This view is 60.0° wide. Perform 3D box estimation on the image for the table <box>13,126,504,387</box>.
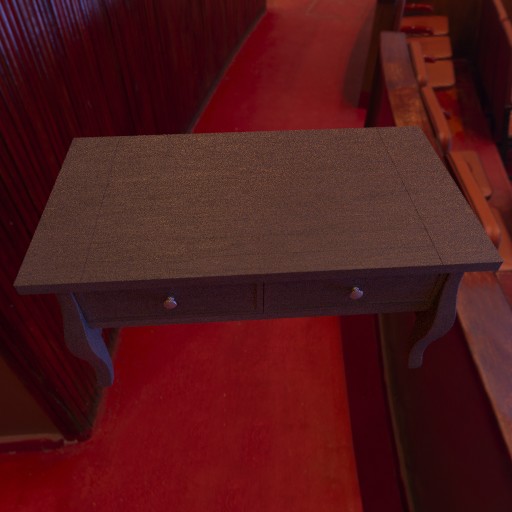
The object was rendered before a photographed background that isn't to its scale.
[{"bbox_3d":[0.000,0.000,1.336,1.062,0.494,0.600,-3,46,-3],"label":"table"}]
